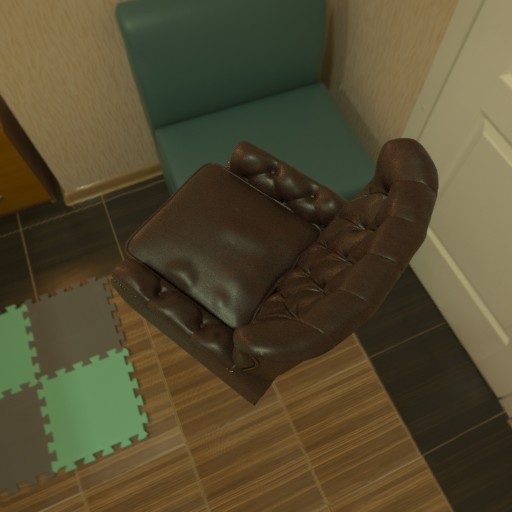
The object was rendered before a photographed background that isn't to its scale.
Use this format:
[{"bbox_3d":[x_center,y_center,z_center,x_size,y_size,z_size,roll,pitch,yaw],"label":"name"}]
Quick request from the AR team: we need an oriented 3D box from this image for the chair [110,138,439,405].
[{"bbox_3d":[0.000,0.000,1.464,0.823,0.864,0.709,34,68,16],"label":"chair"}]
